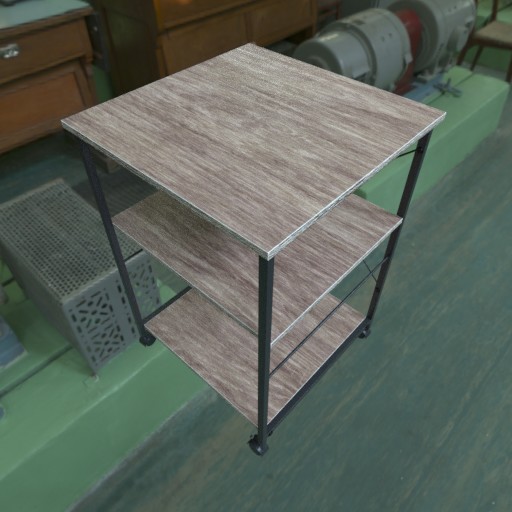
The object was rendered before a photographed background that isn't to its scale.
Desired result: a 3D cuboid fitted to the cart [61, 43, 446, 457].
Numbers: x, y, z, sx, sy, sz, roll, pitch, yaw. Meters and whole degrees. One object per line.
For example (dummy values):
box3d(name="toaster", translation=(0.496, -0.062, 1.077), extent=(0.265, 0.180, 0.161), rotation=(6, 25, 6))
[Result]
box3d(name="cart", translation=(0.000, 0.000, 1.117), extent=(0.521, 0.762, 0.520), rotation=(33, 54, 28))
